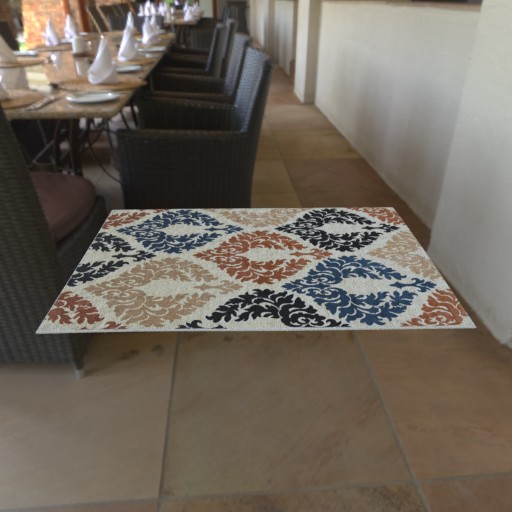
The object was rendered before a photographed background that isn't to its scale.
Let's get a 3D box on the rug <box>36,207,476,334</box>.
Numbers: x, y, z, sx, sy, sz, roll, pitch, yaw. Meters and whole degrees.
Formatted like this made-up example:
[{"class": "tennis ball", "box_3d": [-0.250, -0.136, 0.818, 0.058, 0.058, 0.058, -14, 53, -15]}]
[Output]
[{"class": "rug", "box_3d": [0.000, 0.000, 2.927, 2.275, 0.014, 1.514, -1, 30, -1]}]
